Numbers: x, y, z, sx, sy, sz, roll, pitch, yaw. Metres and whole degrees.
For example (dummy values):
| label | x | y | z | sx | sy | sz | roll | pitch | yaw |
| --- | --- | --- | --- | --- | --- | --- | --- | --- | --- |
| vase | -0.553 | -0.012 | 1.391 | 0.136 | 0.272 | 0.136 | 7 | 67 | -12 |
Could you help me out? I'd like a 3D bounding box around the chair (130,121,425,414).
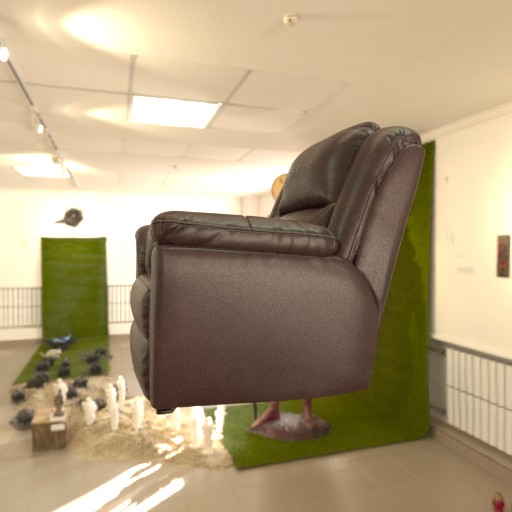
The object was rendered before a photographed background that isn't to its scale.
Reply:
| label | x | y | z | sx | sy | sz | roll | pitch | yaw |
| --- | --- | --- | --- | --- | --- | --- | --- | --- | --- |
| chair | 0.000 | 0.000 | 1.907 | 1.041 | 1.093 | 0.990 | 0 | 1 | -18 |
